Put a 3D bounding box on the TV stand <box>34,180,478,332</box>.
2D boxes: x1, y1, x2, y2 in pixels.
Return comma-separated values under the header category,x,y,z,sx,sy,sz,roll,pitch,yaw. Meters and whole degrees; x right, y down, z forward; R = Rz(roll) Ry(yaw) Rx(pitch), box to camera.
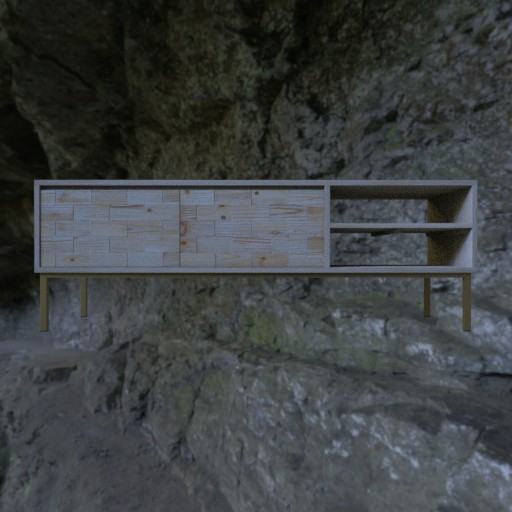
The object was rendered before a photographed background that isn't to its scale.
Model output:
category,x,y,z,sx,sy,sz,roll,pitch,yaw
TV stand,0.000,0.000,1.811,1.600,0.550,0.420,0,0,0
